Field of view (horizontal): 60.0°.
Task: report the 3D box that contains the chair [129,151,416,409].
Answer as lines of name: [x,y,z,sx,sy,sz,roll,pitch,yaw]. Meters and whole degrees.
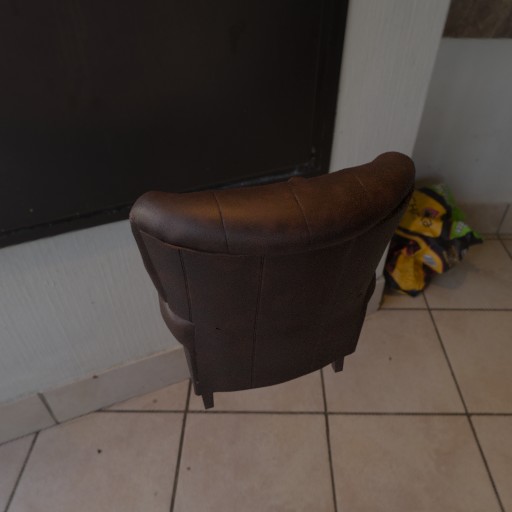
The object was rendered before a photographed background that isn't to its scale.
chair: [0.000,0.000,1.914,0.948,1.158,1.058,-12,42,-13]
